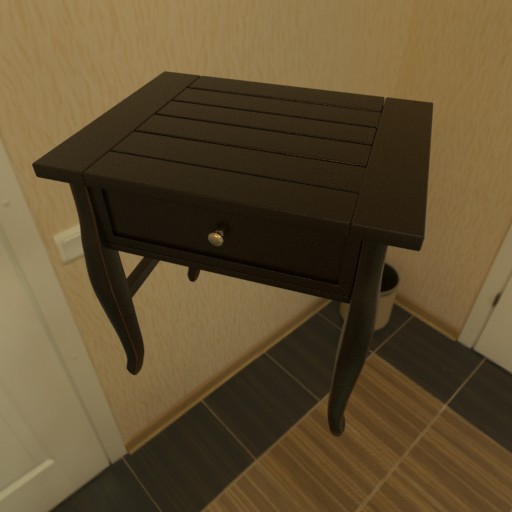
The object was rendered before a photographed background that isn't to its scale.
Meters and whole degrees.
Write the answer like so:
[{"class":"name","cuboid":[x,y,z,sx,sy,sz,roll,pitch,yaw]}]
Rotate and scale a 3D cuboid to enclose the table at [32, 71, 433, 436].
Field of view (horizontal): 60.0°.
[{"class":"table","cuboid":[0.000,0.000,0.995,0.602,0.604,0.460,12,42,14]}]
